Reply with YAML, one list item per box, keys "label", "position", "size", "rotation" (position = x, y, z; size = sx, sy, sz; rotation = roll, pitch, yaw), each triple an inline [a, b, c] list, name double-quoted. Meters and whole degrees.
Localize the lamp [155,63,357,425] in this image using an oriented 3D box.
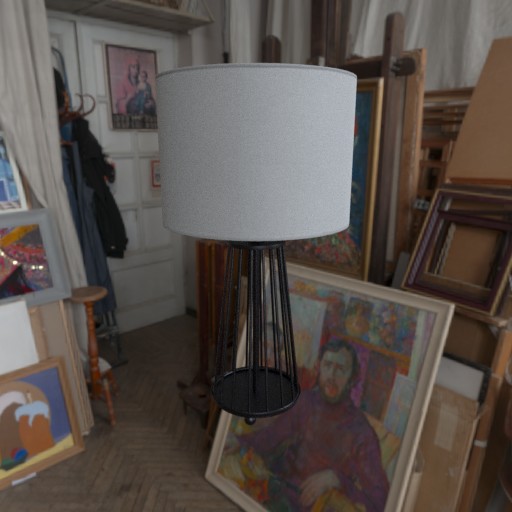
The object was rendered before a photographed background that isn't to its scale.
- label: "lamp"
  position: [0.000, 0.000, 0.796]
  size: [0.322, 0.593, 0.322]
  rotation: [2, 15, 8]
